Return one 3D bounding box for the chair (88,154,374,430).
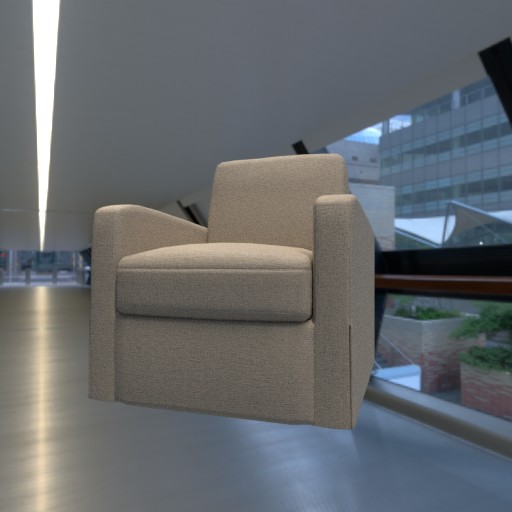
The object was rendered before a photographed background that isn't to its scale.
[{"bbox_3d":[0.000,0.000,1.541,0.755,0.827,0.888,0,-1,19],"label":"chair"}]
